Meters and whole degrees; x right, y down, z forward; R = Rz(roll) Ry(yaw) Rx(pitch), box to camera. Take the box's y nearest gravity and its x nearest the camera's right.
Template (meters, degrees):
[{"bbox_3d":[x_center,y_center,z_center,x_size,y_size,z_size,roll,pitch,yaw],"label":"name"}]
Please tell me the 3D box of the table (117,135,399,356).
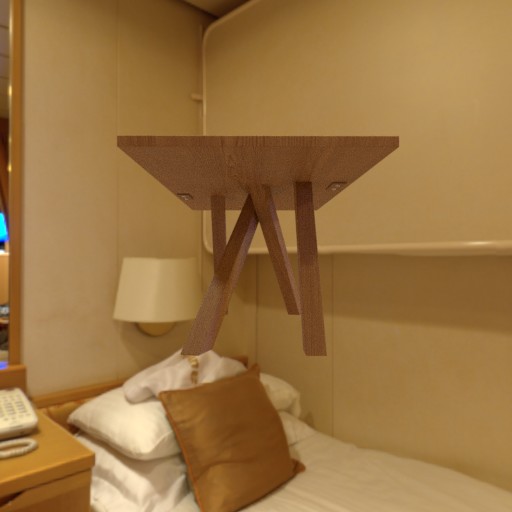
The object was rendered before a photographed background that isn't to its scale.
[{"bbox_3d":[0.000,0.000,2.307,0.901,0.750,1.797,0,-1,-1],"label":"table"}]
